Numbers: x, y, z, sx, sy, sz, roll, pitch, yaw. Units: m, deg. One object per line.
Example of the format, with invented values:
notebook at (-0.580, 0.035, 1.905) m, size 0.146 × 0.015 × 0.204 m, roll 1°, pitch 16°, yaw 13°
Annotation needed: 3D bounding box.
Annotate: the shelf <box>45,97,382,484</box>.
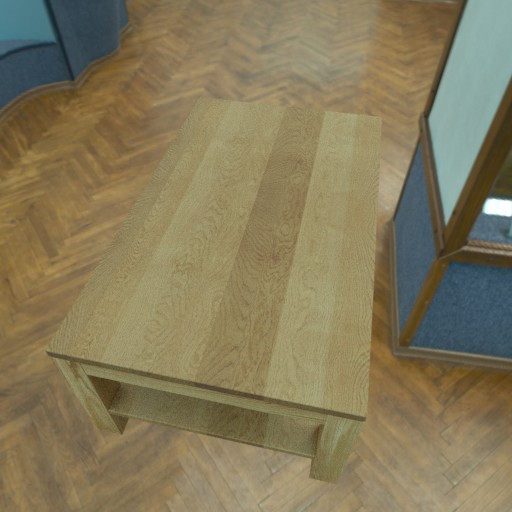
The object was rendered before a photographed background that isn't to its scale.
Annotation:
shelf at (0.000, 0.000, 1.469) m, size 0.700 × 0.450 × 1.150 m, roll 9°, pitch 48°, yaw 8°
